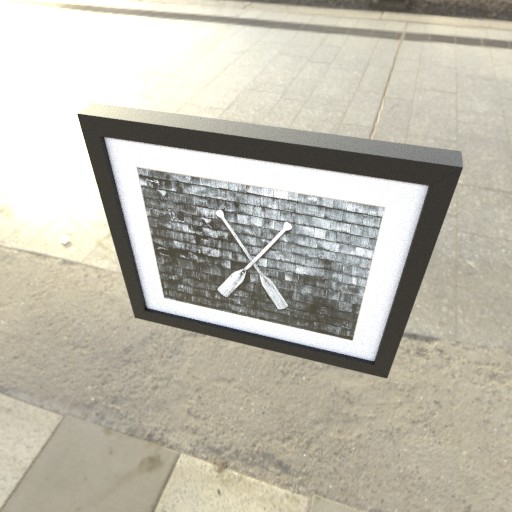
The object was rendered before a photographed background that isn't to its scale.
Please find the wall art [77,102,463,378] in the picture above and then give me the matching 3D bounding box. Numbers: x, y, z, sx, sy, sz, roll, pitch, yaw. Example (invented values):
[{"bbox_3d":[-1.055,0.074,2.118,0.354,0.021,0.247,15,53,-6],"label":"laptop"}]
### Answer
[{"bbox_3d":[0.000,0.000,0.544,0.381,0.330,0.029,11,43,12],"label":"wall art"}]
